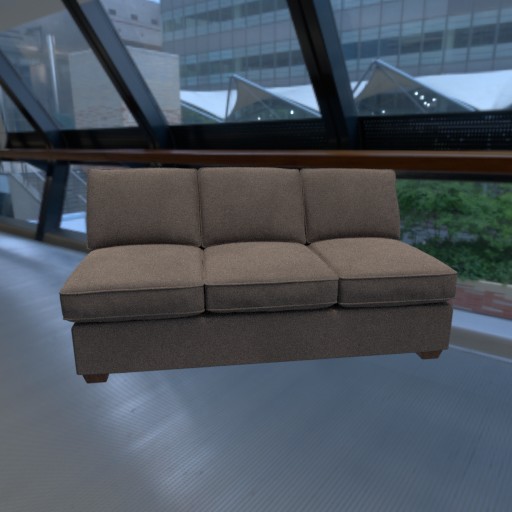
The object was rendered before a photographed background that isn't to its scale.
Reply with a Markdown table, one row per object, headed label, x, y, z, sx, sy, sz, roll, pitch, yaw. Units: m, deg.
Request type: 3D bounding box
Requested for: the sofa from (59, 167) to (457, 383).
| label | x | y | z | sx | sy | sz | roll | pitch | yaw |
| --- | --- | --- | --- | --- | --- | --- | --- | --- | --- |
| sofa | 0.000 | 0.000 | 2.571 | 1.962 | 0.973 | 1.027 | -2 | 15 | -8 |
